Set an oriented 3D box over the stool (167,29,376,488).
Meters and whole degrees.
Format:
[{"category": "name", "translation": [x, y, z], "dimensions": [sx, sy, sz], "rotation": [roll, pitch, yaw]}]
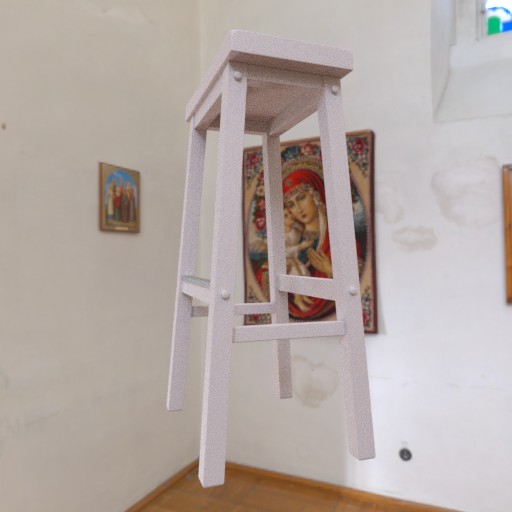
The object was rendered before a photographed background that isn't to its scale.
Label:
[{"category": "stool", "translation": [0.000, 0.000, 0.950], "dimensions": [0.322, 0.742, 0.406], "rotation": [0, 0, -19]}]
